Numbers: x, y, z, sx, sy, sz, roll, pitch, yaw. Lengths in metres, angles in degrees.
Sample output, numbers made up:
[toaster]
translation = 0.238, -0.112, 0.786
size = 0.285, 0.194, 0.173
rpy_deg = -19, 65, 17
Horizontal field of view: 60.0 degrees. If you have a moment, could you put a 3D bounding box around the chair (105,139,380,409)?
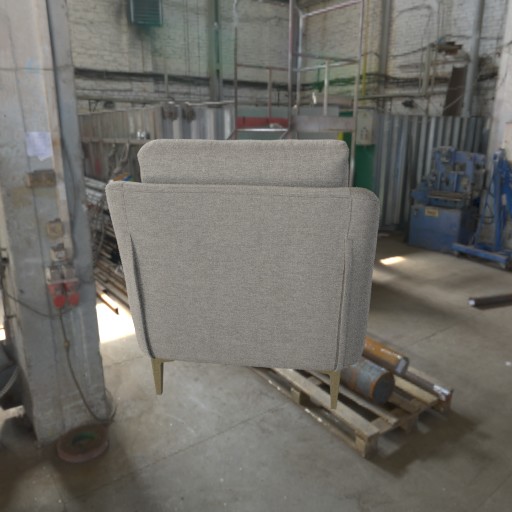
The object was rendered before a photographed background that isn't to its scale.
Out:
[chair]
translation = 0.000, 0.000, 1.755
size = 0.986, 0.902, 0.961
rpy_deg = 2, 16, 8
